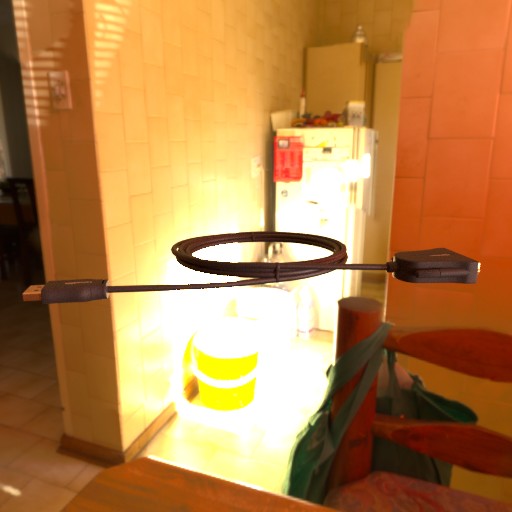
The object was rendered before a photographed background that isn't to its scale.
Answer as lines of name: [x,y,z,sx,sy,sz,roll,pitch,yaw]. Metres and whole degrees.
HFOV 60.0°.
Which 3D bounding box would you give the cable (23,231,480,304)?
cable: [0.000,0.000,0.329,0.281,0.015,0.136,-2,15,-9]
